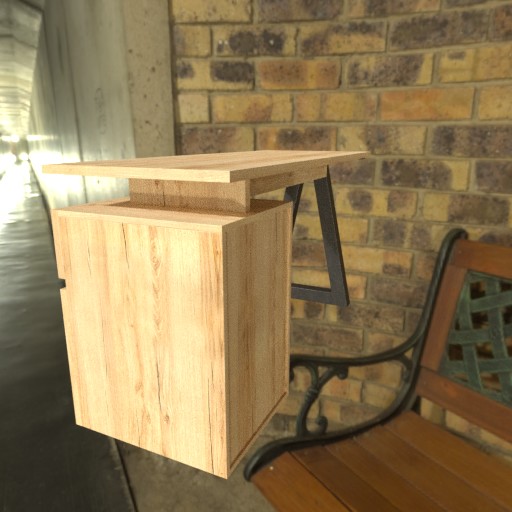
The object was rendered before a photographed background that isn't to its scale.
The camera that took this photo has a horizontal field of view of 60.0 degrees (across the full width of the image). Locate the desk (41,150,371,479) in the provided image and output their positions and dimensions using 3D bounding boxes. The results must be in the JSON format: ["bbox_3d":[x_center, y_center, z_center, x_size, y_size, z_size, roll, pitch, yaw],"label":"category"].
[{"bbox_3d":[0.000,0.000,1.726,0.550,0.760,1.400,7,17,25],"label":"desk"}]
